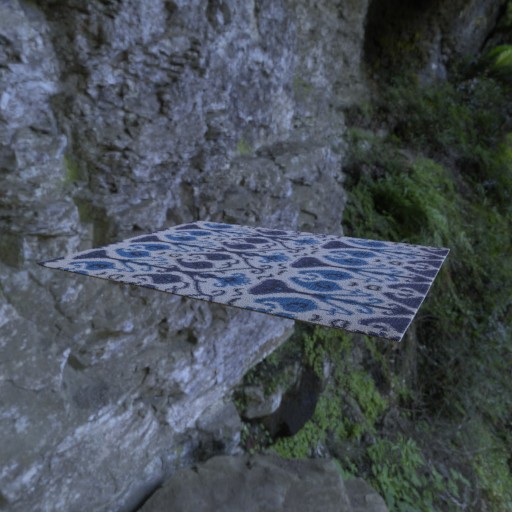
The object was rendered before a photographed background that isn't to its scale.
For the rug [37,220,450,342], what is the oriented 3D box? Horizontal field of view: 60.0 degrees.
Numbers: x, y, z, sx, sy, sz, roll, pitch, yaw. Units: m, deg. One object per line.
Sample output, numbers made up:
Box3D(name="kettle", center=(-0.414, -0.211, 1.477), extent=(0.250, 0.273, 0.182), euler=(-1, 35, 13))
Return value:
Box3D(name="rug", center=(0.000, 0.000, 4.294), extent=(3.228, 0.024, 2.443), euler=(8, 17, 28))
